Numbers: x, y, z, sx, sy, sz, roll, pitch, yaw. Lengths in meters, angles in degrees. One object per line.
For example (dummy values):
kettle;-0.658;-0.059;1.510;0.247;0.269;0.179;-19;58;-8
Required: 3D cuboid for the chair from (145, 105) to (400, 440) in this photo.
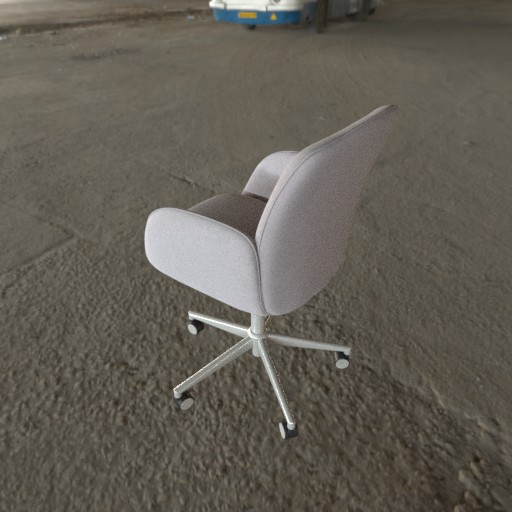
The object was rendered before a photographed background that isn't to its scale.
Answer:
chair;0.000;0.000;1.386;0.654;0.959;0.648;22;39;29
